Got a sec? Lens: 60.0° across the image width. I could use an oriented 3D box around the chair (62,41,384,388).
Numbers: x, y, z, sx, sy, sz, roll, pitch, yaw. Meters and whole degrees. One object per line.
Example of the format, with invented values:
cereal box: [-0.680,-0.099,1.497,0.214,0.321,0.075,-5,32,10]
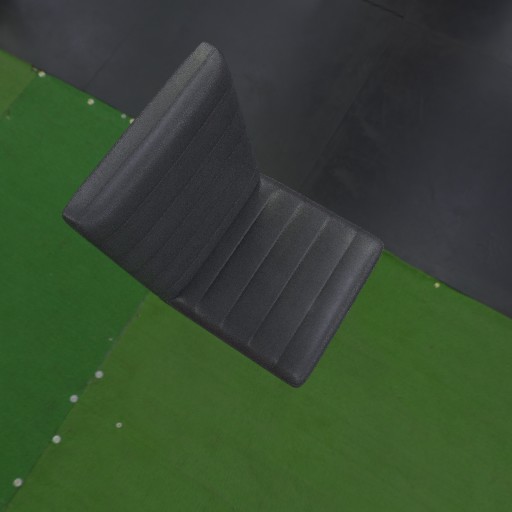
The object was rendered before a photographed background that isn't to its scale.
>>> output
chair: [0.000,0.000,1.324,0.634,0.930,0.520,32,76,9]
